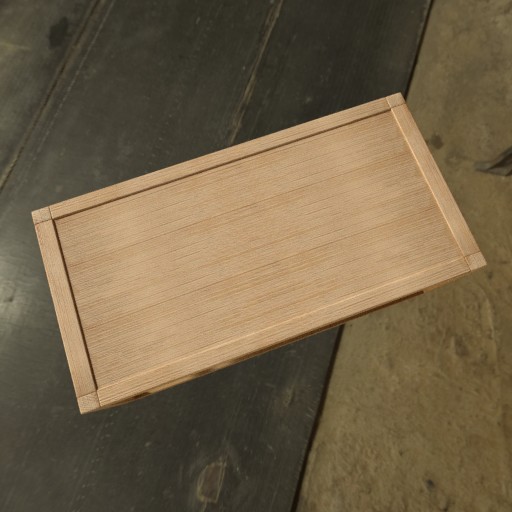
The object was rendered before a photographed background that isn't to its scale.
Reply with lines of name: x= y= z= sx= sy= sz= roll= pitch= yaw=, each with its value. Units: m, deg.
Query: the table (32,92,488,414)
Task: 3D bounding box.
table: x=0.000 y=0.000 z=1.630 sx=1.321 sy=0.457 sz=0.660 roll=-19 pitch=76 yaw=-5
